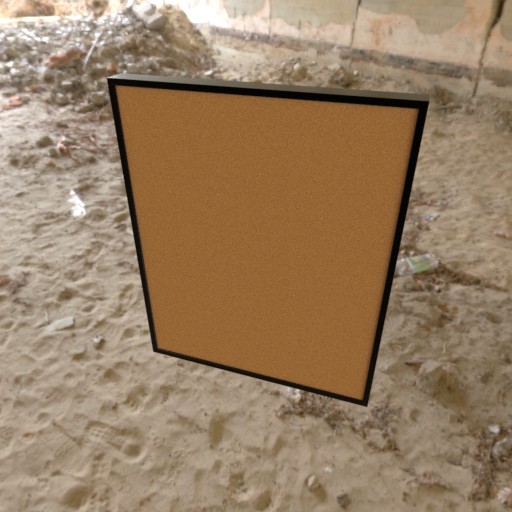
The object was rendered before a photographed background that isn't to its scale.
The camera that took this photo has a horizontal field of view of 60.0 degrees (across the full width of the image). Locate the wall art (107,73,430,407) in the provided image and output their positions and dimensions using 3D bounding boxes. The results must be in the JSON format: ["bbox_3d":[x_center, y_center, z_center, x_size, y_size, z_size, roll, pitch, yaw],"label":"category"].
[{"bbox_3d":[0.000,0.000,0.755,0.451,0.553,0.039,10,34,16],"label":"wall art"}]
